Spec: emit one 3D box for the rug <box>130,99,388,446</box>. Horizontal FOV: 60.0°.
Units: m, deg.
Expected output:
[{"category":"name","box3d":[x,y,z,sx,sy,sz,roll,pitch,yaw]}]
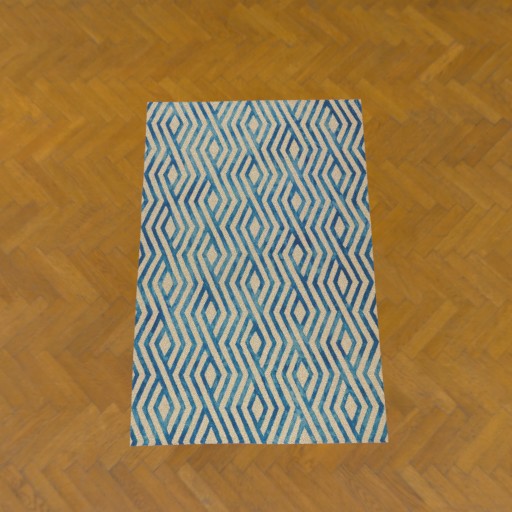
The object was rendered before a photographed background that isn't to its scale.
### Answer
[{"category":"rug","box3d":[0.000,0.000,2.313,1.225,0.008,1.830,-1,76,0]}]
